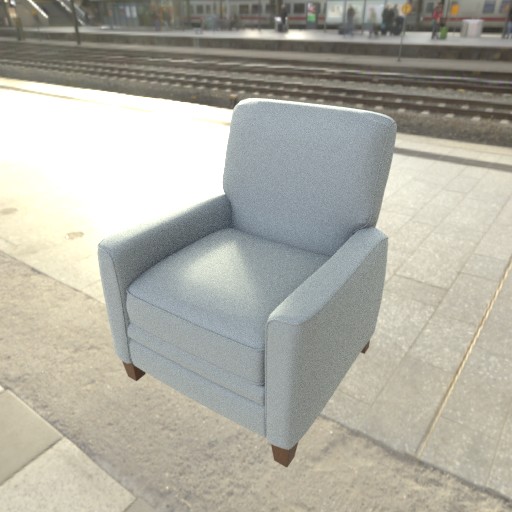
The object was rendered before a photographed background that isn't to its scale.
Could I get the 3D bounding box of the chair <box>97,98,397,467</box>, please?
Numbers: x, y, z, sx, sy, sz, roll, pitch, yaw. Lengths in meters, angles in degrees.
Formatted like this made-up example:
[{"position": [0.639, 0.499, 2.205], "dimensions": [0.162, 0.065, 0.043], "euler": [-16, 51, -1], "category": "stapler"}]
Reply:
[{"position": [0.000, 0.000, 1.669], "dimensions": [0.853, 1.007, 0.846], "euler": [18, 33, 29], "category": "chair"}]
